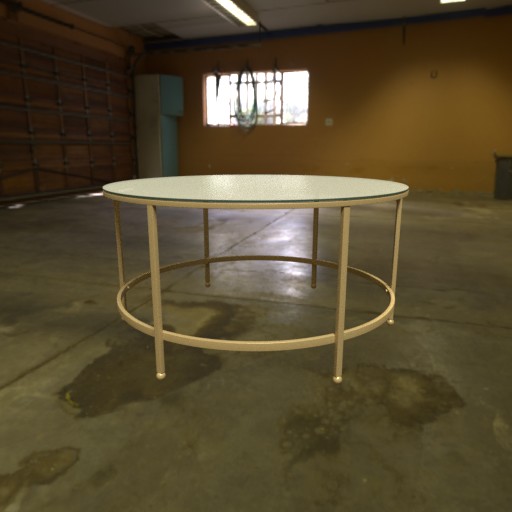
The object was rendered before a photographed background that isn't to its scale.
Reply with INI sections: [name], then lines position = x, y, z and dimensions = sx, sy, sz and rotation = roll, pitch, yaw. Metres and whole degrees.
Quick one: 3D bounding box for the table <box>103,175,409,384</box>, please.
[table]
position = 0.000, 0.000, 1.449
dimensions = 0.914, 0.470, 0.914
rotation = 0, 14, 0
